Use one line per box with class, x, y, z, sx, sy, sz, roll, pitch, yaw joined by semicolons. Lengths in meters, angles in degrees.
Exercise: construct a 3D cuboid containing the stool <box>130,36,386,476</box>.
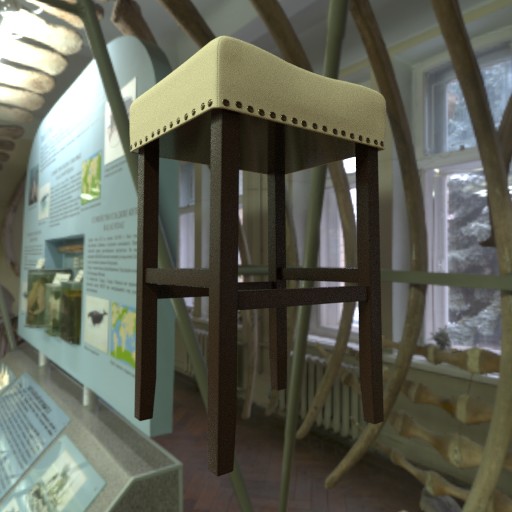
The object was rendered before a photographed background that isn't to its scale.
stool;0.000;0.000;1.038;0.471;0.762;0.401;1;-2;-37
